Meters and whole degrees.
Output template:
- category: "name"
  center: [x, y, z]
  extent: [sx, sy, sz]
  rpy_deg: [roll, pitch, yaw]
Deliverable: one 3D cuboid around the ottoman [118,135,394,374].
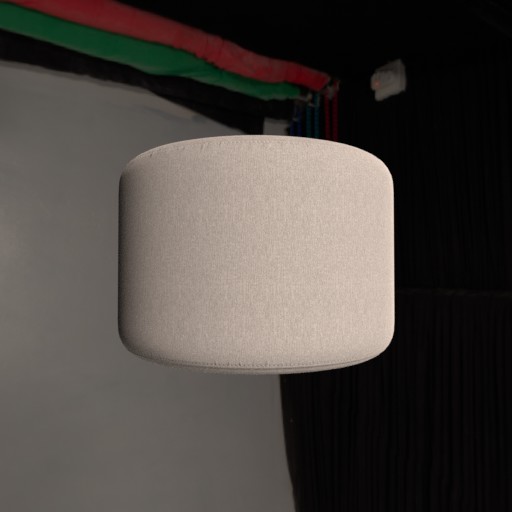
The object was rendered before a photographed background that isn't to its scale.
- category: "ottoman"
  center: [0.000, 0.000, 1.023]
  extent: [0.608, 0.433, 0.608]
  rpy_deg: [0, -1, 0]
